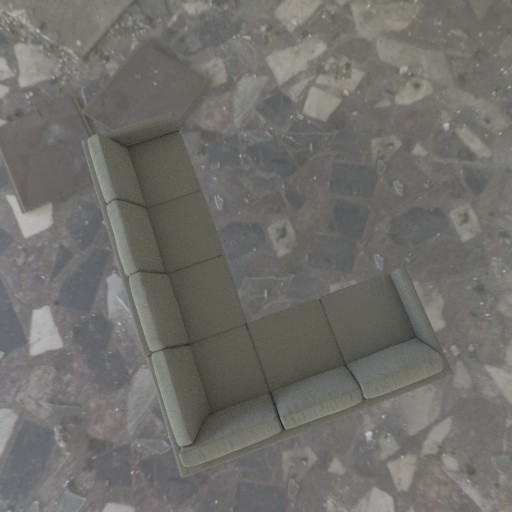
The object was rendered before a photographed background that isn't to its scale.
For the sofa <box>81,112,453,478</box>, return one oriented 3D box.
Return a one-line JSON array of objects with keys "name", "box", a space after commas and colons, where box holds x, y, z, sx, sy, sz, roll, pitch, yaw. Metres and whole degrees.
[{"name": "sofa", "box": [0.000, 0.000, 4.226, 2.432, 0.871, 3.182, -19, 77, -4]}]
